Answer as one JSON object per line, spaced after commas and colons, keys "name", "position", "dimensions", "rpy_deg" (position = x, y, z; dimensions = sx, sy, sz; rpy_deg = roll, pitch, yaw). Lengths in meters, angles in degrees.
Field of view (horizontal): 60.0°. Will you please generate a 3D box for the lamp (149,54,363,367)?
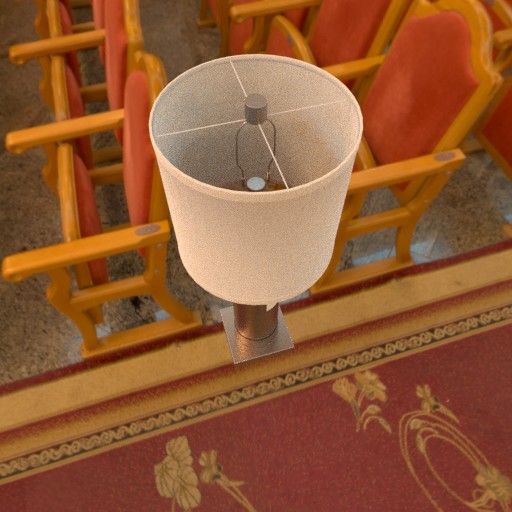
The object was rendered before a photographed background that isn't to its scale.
{"name": "lamp", "position": [0.000, 0.000, 0.619], "dimensions": [0.202, 0.509, 0.202], "rpy_deg": [-14, 57, -9]}
